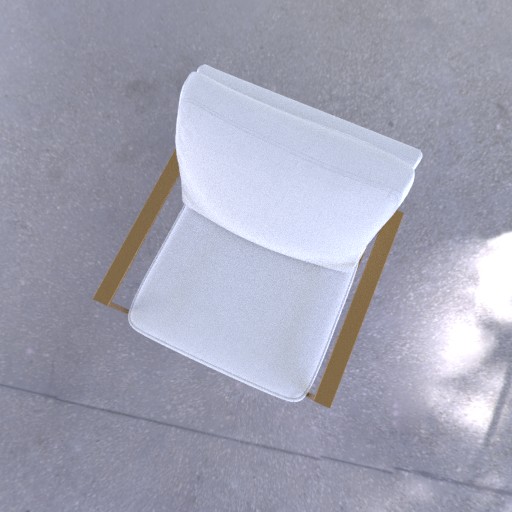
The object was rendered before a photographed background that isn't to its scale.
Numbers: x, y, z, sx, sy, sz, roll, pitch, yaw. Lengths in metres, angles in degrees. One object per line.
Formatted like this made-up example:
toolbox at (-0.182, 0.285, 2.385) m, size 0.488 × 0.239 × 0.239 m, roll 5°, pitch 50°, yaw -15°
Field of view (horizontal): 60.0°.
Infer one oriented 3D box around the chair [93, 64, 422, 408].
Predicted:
chair at (0.000, 0.000, 1.534) m, size 0.805 × 0.966 × 0.813 m, roll 23°, pitch 78°, yaw 5°
